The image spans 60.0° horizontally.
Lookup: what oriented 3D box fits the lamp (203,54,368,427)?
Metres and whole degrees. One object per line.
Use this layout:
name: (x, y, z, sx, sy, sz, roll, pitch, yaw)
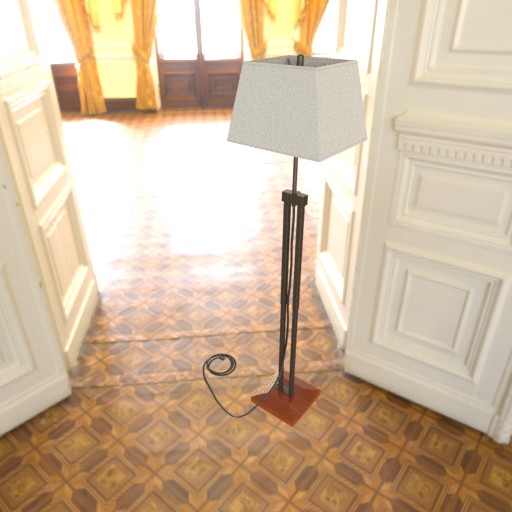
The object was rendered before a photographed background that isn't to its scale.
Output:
lamp: (0.000, 0.000, 2.044, 0.745, 1.712, 0.472, 21, 36, 33)
